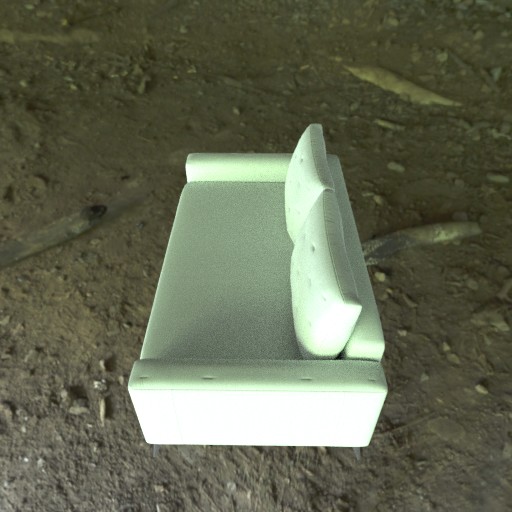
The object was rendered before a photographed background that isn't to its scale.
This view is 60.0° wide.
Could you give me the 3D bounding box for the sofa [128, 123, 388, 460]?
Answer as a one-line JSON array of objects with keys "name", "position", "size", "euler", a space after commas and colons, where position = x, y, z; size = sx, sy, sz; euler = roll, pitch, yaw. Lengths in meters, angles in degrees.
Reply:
[{"name": "sofa", "position": [0.000, 0.000, 2.179], "size": [0.920, 0.790, 1.650], "euler": [1, 41, 1]}]
